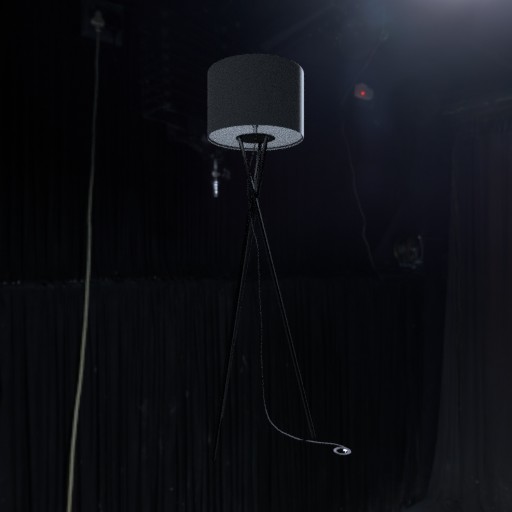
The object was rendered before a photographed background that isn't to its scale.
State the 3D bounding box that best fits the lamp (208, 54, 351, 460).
[{"bbox_3d":[0.000,0.000,1.946,0.522,1.624,0.667,0,0,-35],"label":"lamp"}]
